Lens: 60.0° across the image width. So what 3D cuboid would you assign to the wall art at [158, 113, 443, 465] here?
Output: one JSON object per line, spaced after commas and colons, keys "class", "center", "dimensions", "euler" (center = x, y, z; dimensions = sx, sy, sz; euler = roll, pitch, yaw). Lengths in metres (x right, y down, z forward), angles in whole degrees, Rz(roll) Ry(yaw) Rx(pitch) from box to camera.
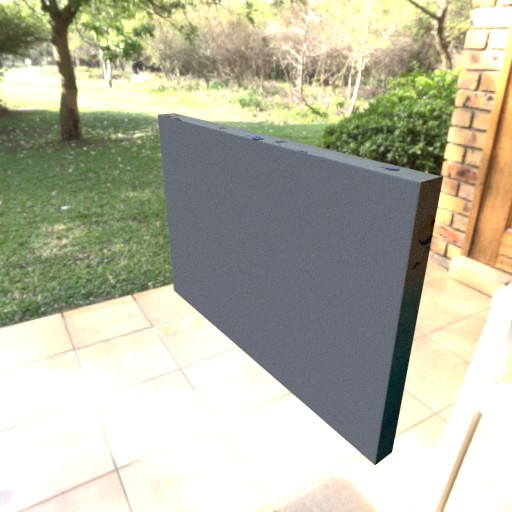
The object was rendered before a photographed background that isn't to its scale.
{"class": "wall art", "center": [0.000, 0.000, 1.118], "dimensions": [0.057, 0.595, 0.894], "euler": [-18, 31, -33]}
